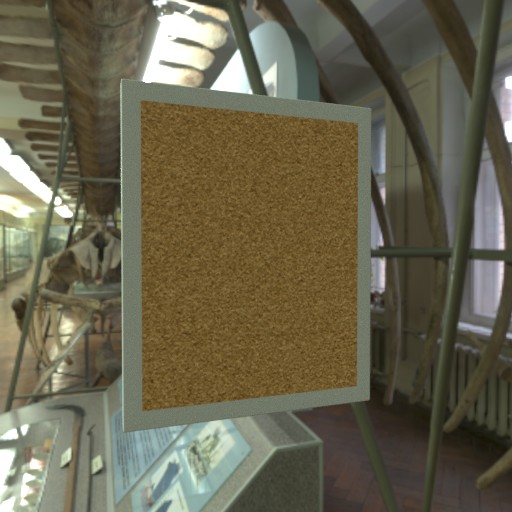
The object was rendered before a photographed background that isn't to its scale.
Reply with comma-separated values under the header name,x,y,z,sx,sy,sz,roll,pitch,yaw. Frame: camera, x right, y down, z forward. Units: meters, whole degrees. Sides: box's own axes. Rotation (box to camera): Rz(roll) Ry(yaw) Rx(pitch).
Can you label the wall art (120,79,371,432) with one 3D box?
name,x,y,z,sx,sy,sz,roll,pitch,yaw
wall art,0.000,0.000,0.783,0.454,0.556,0.028,0,1,-19
